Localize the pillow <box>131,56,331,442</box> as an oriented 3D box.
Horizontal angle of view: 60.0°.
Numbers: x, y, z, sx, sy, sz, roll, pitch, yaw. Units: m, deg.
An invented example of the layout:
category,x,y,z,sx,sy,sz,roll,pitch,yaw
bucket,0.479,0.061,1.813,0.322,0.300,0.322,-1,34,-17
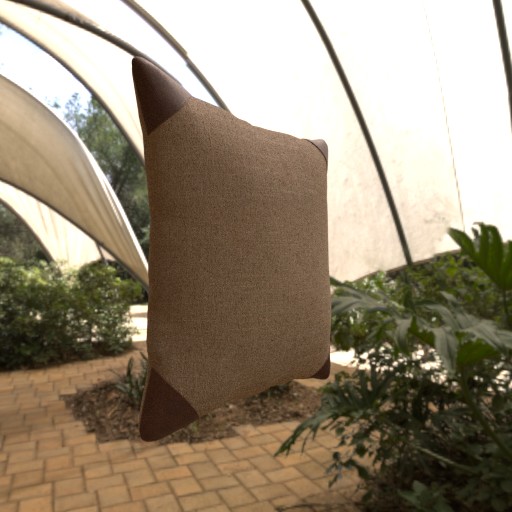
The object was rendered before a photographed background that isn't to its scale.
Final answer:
category,x,y,z,sx,sy,sz,roll,pitch,yaw
pillow,0.000,0.000,0.663,0.147,0.448,0.437,-1,-2,37
